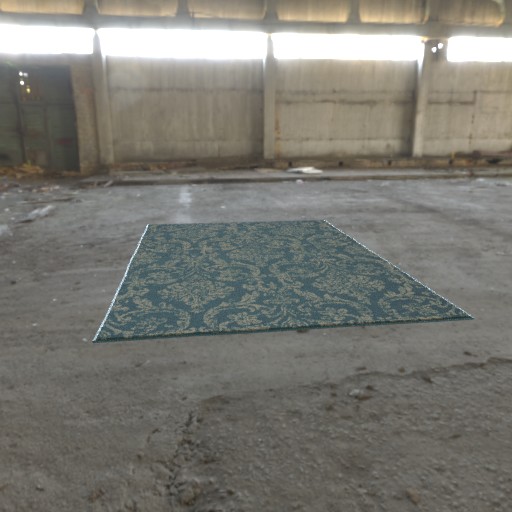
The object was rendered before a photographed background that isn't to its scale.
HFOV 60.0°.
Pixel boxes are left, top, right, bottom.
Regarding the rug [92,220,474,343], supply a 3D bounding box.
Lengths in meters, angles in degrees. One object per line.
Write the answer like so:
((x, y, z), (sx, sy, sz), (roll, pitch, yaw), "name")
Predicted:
((0.000, 0.000, 2.814), (1.554, 0.012, 2.205), (-2, 16, -8), "rug")
